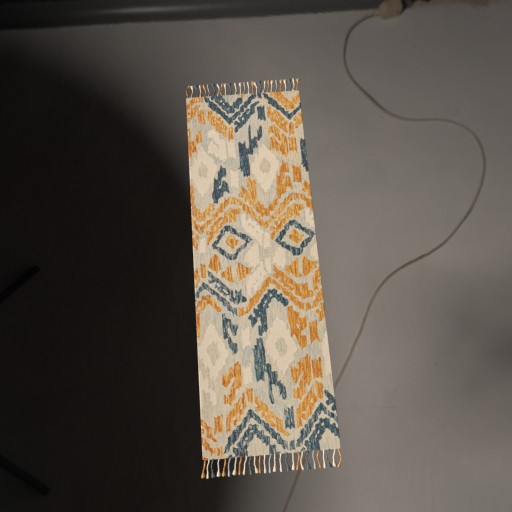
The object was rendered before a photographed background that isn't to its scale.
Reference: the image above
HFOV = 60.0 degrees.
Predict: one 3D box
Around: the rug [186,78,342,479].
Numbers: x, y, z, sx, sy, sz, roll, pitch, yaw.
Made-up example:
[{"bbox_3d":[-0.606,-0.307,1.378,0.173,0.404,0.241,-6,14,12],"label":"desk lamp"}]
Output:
[{"bbox_3d":[0.000,0.000,2.700,0.783,0.010,2.437,-4,76,-1],"label":"rug"}]
